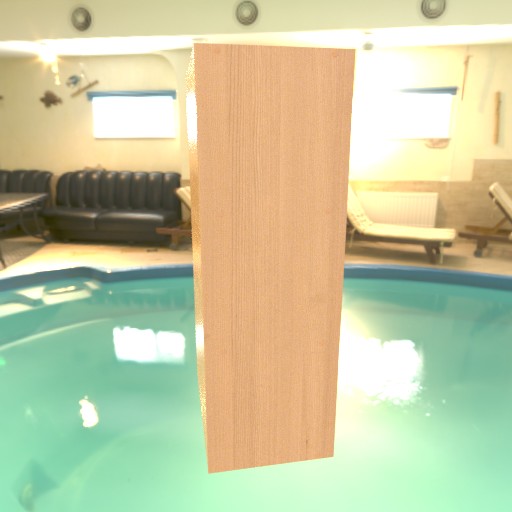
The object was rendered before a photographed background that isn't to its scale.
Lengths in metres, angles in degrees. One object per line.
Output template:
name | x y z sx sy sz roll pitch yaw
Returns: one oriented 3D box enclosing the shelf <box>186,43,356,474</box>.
shelf | 0.000 0.000 1.090 0.292 0.876 0.417 -3 16 -10
